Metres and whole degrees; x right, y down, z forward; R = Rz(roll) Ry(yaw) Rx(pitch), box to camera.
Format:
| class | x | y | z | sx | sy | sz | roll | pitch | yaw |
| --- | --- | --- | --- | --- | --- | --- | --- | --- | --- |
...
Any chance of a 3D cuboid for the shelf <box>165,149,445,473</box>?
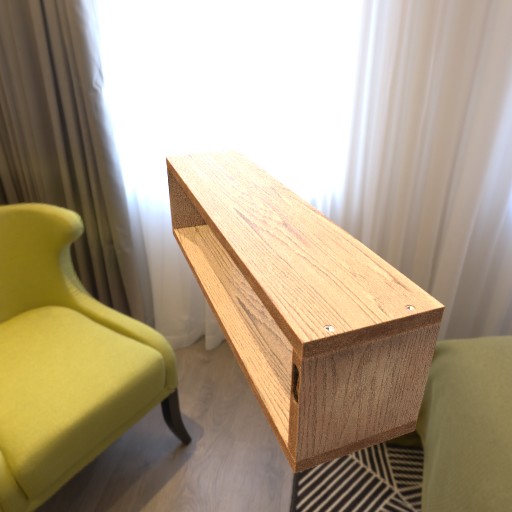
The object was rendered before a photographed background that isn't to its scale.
| class | x | y | z | sx | sy | sz | roll | pitch | yaw |
| --- | --- | --- | --- | --- | --- | --- | --- | --- | --- |
| shelf | 0.000 | 0.000 | 0.687 | 0.150 | 0.170 | 0.610 | -10 | 30 | -18 |
